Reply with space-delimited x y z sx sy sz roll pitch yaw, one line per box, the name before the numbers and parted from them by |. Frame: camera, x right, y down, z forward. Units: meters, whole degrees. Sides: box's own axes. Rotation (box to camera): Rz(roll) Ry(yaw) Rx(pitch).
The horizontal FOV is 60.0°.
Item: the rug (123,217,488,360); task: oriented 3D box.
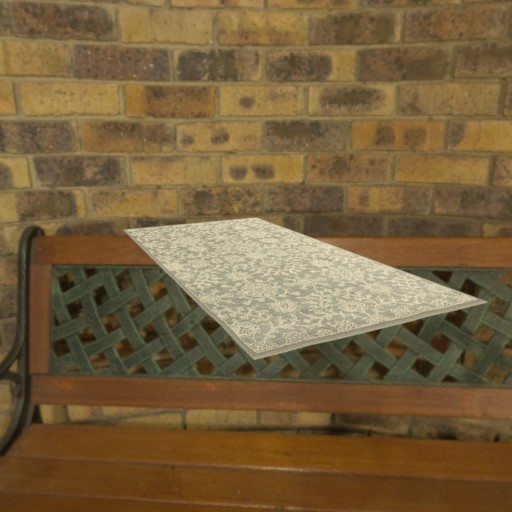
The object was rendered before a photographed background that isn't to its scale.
rug | 0.000 0.000 3.604 1.546 0.011 3.048 -8 17 -26
